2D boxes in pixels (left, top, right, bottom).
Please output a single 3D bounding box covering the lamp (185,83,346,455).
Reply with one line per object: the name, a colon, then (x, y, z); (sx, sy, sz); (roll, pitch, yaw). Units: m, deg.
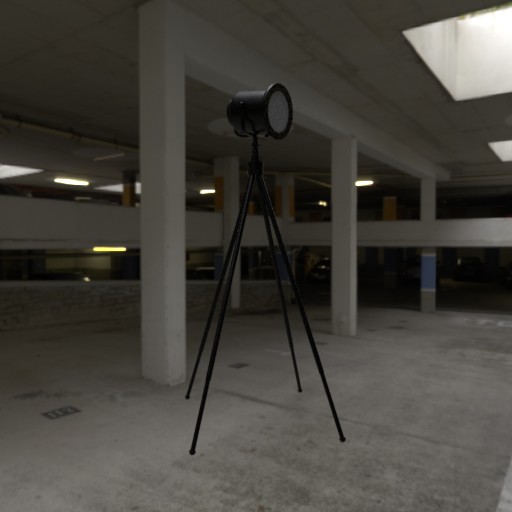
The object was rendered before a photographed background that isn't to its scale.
lamp: (0.000, 0.000, 2.025); (0.884, 1.504, 0.879); (1, 2, 35)
